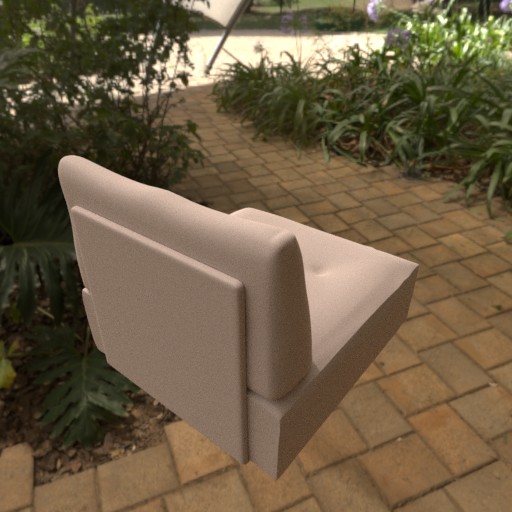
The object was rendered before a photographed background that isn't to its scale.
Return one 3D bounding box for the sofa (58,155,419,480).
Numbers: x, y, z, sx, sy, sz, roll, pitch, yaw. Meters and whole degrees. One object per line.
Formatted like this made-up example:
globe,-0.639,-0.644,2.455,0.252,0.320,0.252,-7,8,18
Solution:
sofa,0.000,0.000,1.686,0.935,0.828,1.000,22,38,32
